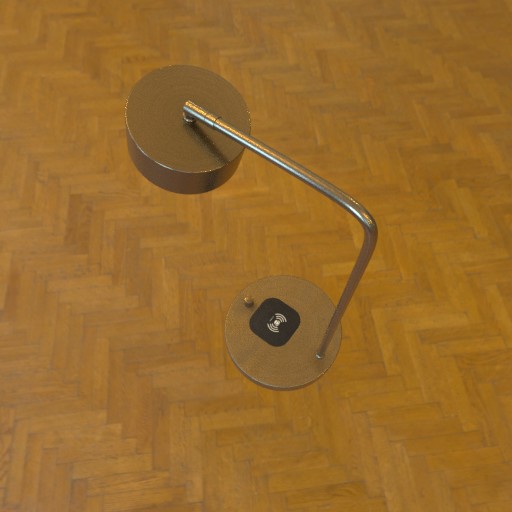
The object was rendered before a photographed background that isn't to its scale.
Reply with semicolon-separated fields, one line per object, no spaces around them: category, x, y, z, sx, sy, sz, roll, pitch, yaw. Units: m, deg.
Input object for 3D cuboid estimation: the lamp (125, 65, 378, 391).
lamp;0.000;0.000;0.513;0.270;0.380;0.171;34;67;17
